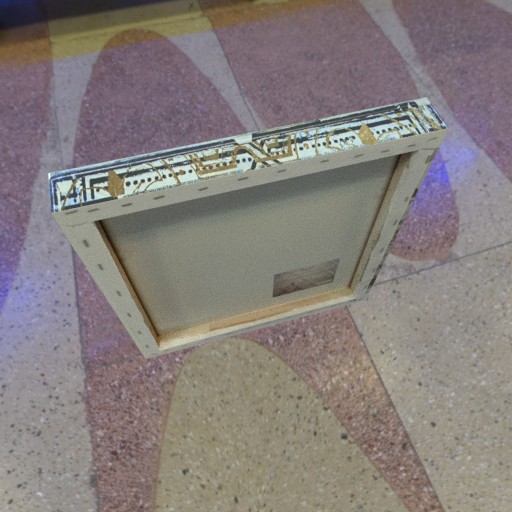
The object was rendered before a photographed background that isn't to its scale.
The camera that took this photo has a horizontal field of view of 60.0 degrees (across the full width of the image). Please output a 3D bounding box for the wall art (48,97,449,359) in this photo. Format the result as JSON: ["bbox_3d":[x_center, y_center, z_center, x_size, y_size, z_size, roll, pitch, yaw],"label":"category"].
[{"bbox_3d":[0.000,0.000,0.463,0.302,0.306,0.038,-14,59,-8],"label":"wall art"}]
